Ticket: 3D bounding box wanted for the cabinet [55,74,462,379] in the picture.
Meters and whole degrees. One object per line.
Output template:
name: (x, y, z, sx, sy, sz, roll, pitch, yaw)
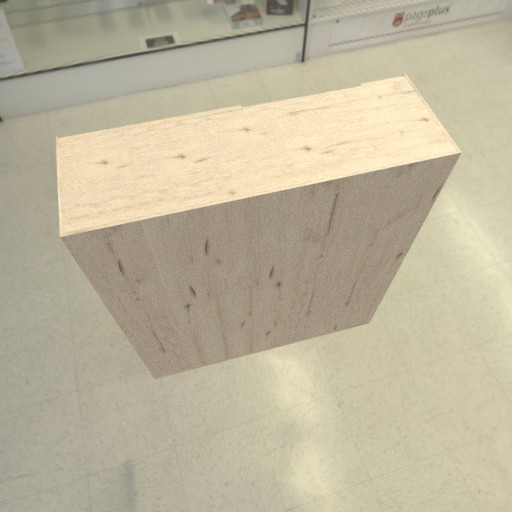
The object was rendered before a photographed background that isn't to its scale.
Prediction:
cabinet: (0.000, 0.000, 3.218, 2.000, 2.180, 0.660, -13, 59, -8)
